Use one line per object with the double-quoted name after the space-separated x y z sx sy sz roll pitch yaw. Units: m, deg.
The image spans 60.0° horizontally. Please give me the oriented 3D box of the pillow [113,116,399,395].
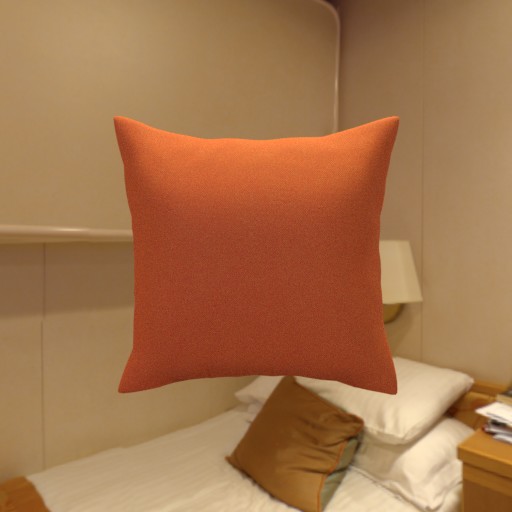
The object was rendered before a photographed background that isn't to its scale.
0.000 0.000 0.708 0.453 0.444 0.169 0 1 1 "pillow"
